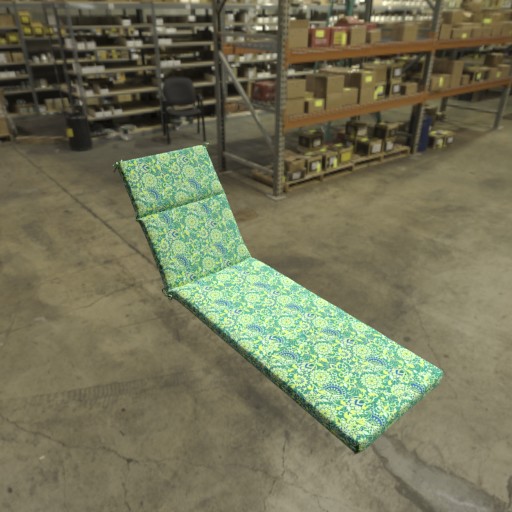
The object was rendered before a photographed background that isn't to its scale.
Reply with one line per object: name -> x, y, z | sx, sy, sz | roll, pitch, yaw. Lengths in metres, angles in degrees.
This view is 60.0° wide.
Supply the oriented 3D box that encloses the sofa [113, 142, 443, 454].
sofa -> 0.000, 0.000, 1.994 | 0.582, 0.622, 1.663 | -22, 36, -34
